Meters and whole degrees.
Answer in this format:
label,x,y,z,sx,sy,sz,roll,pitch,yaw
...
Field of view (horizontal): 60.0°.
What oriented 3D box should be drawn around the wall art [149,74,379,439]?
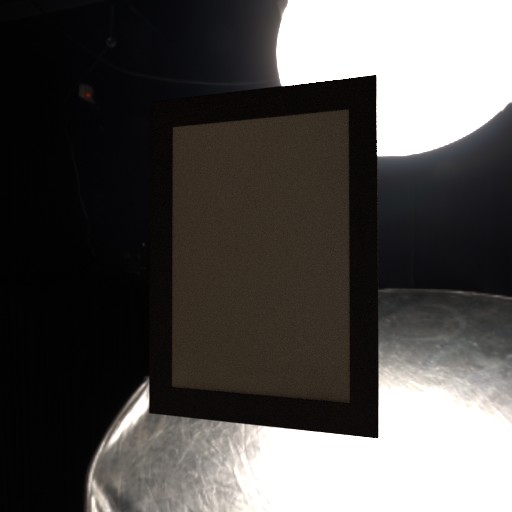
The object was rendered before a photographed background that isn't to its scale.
label,x,y,z,sx,sy,sz,roll,pitch,yaw
wall art,0.000,0.000,0.675,0.359,0.508,0.013,0,-1,17
